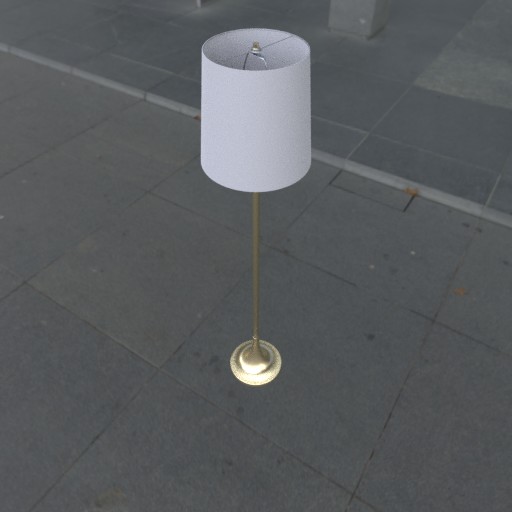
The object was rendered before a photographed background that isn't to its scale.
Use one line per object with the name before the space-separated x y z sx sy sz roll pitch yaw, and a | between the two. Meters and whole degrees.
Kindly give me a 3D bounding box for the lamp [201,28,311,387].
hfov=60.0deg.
lamp | 0.000 0.000 1.672 0.337 1.543 0.337 0 46 0
